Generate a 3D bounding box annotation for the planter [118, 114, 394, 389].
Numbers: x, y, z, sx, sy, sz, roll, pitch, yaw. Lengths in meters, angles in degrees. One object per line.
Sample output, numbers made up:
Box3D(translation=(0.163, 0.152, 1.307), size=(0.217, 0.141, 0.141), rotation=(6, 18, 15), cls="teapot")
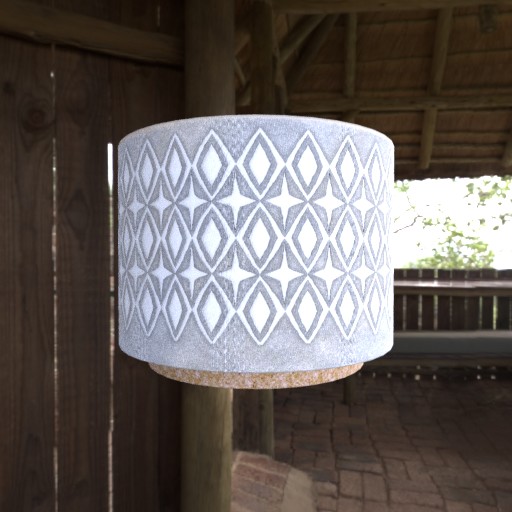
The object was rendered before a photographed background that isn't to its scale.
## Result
Box3D(translation=(0.000, 0.000, 0.277), size=(0.164, 0.127, 0.164), rotation=(0, 1, 0), cls="planter")
